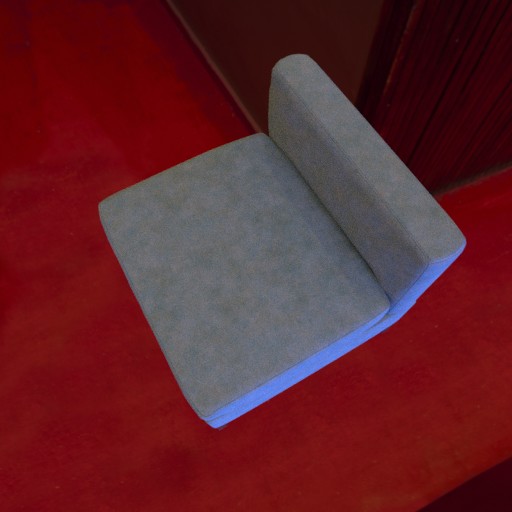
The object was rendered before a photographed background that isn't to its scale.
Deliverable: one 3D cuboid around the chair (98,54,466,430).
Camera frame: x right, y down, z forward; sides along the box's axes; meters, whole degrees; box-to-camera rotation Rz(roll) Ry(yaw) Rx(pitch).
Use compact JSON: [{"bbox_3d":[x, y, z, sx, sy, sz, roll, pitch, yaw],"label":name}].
[{"bbox_3d":[0.000,0.000,1.255,0.685,0.660,0.684,-27,68,-12],"label":"chair"}]
